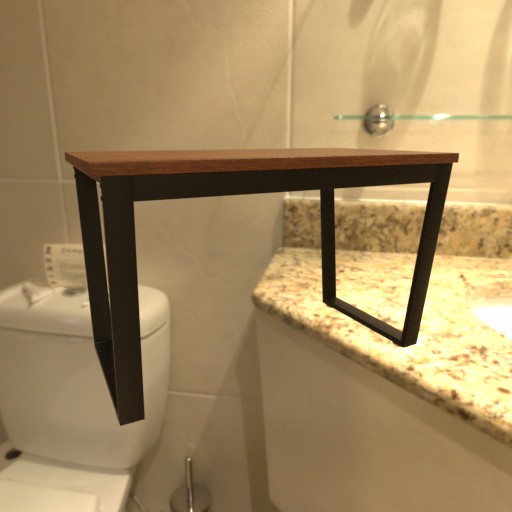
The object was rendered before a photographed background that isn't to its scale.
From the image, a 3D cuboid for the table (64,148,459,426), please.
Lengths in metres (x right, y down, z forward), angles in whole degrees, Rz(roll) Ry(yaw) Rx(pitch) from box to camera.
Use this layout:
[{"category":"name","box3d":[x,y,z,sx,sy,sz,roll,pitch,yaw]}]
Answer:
[{"category":"table","box3d":[0.000,0.000,1.668,1.205,0.760,0.714,-8,17,-26]}]
